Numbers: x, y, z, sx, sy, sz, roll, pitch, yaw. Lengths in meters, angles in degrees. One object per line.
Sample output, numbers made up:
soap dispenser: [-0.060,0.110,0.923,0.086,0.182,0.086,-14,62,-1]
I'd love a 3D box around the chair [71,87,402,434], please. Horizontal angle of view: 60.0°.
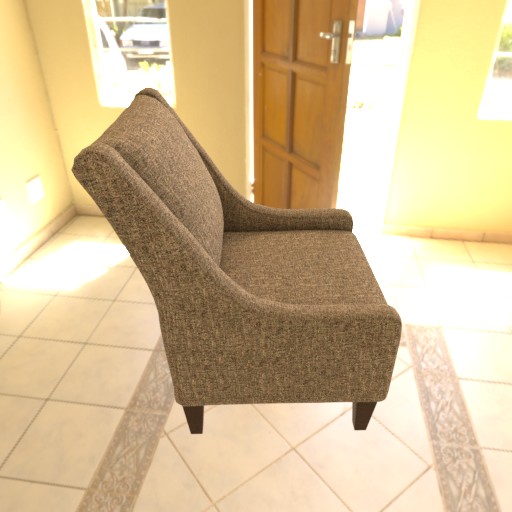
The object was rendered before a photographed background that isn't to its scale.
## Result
chair: [0.000,0.000,1.576,0.870,1.014,0.774,-1,32,-1]
